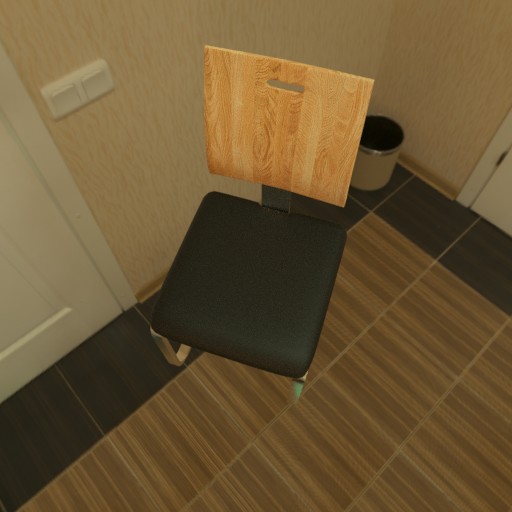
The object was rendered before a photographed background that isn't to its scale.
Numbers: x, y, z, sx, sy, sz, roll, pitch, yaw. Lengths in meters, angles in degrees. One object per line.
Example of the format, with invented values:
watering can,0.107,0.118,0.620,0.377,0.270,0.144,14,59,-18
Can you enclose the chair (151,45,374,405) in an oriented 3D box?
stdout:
chair,0.000,0.000,1.245,0.462,0.936,0.560,16,60,9
